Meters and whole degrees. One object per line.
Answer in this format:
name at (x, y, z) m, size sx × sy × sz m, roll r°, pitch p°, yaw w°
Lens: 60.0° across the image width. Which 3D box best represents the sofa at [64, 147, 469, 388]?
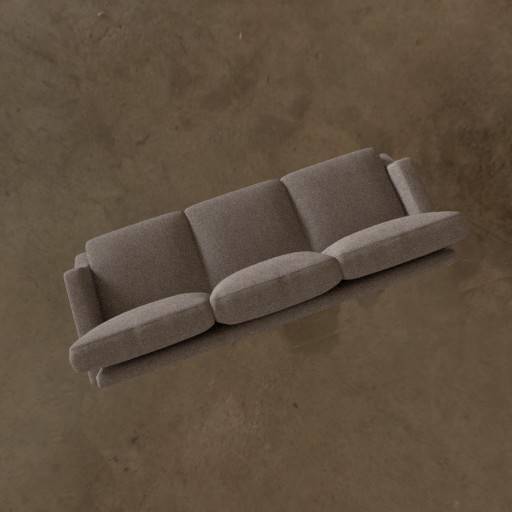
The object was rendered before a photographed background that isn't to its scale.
sofa at (0.000, 0.000, 2.611) m, size 2.115 × 0.984 × 0.888 m, roll -19°, pitch 77°, yaw -4°
